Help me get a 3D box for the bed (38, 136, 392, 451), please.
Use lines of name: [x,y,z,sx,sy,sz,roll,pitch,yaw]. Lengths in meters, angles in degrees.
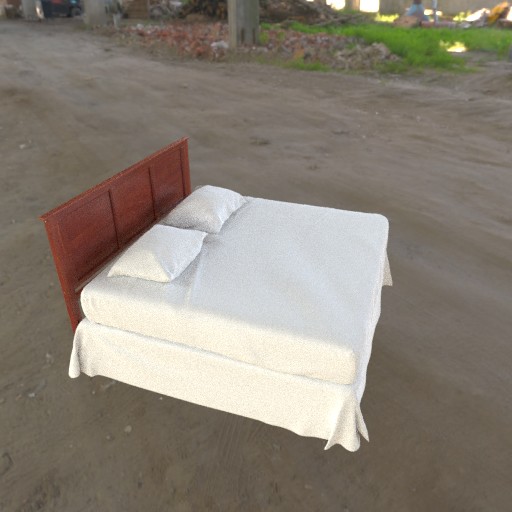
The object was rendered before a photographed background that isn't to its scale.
bed: [0.000,0.000,3.639,2.219,1.271,2.314,10,32,17]
